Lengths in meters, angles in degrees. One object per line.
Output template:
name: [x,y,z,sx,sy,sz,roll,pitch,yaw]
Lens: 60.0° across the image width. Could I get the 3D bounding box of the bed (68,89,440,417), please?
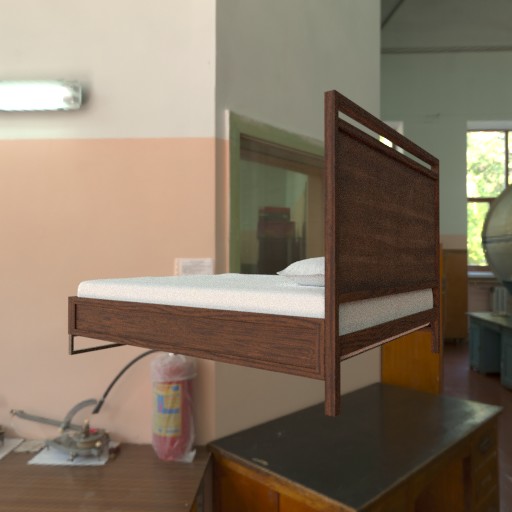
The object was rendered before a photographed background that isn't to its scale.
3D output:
bed: [0.000,0.000,3.379,2.218,1.487,1.765,0,-1,37]
